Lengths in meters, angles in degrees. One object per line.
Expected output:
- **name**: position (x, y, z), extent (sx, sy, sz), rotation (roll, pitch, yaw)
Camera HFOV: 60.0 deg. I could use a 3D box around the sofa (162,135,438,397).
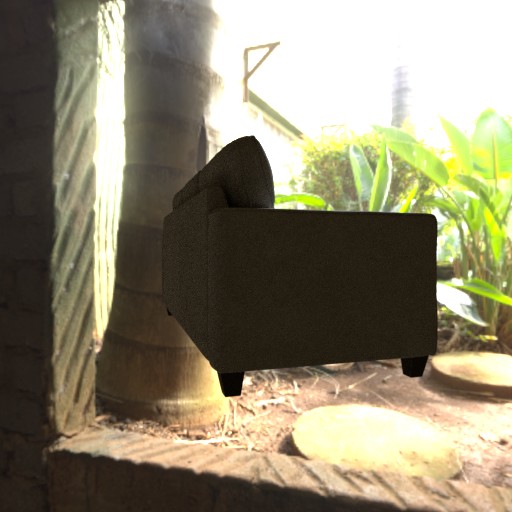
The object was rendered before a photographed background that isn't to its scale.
- **sofa**: position (0.000, 0.000, 2.658), extent (0.939, 0.965, 2.133), rotation (0, 1, -17)
